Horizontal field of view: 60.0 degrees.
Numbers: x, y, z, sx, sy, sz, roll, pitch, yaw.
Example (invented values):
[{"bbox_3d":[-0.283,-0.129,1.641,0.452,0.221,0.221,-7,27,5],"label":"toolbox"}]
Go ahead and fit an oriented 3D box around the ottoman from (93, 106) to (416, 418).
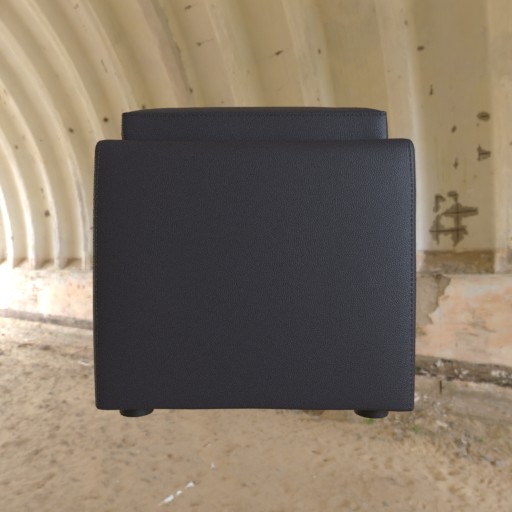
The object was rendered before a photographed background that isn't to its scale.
[{"bbox_3d":[0.000,0.000,0.816,0.451,0.460,0.450,0,-1,1],"label":"ottoman"}]
